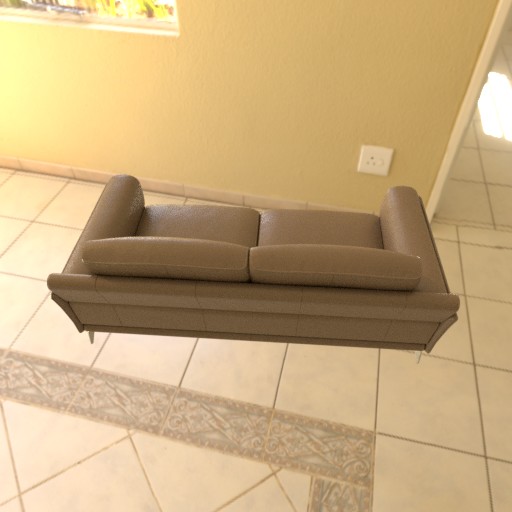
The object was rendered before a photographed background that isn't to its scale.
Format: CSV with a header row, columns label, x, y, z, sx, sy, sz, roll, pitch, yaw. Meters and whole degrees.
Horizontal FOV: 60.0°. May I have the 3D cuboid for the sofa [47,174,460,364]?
label,x,y,z,sx,sy,sz,roll,pitch,yaw
sofa,0.000,0.000,2.674,2.101,0.930,1.049,3,46,3
